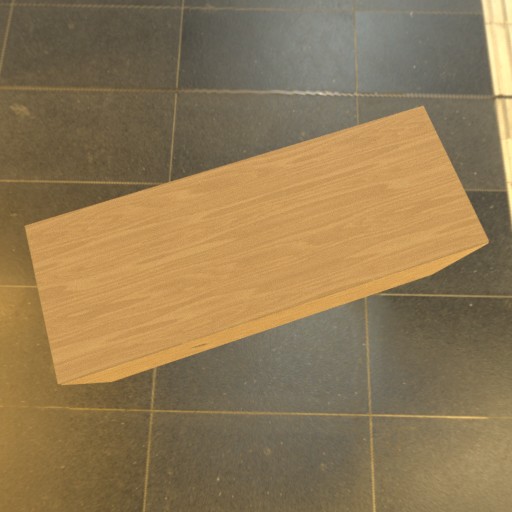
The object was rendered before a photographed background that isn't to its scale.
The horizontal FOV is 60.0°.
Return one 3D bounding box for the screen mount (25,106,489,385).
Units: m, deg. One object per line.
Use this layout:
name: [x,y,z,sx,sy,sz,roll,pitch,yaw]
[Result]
screen mount: [0.000,0.000,1.309,1.084,0.432,0.406,-18,76,-5]
